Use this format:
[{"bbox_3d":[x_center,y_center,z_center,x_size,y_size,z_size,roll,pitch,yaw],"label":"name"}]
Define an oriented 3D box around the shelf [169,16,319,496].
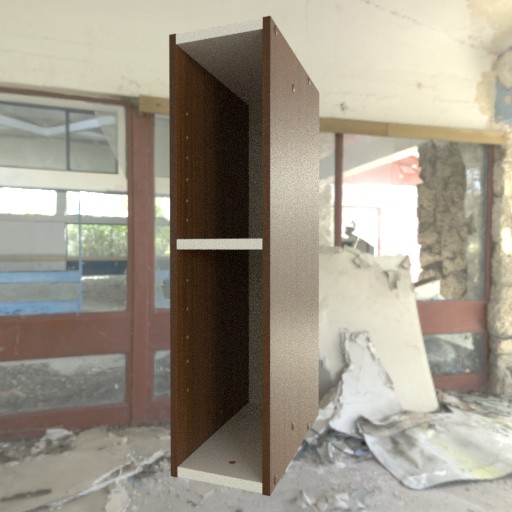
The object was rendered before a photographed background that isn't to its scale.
[{"bbox_3d":[0.000,0.000,0.714,0.147,0.600,0.290,0,1,20],"label":"shelf"}]
